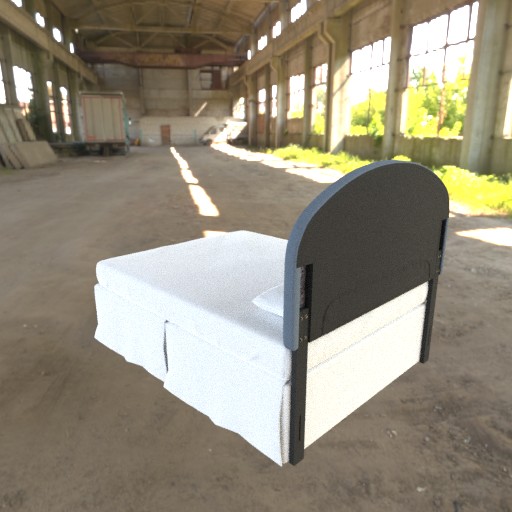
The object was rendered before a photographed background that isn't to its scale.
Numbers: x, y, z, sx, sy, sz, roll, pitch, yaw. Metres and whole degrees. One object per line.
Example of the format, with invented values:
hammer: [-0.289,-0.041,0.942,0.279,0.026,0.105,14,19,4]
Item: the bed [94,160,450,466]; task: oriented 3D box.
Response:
bed: [0.000,0.000,3.102,1.607,1.410,2.005,-15,22,-42]
